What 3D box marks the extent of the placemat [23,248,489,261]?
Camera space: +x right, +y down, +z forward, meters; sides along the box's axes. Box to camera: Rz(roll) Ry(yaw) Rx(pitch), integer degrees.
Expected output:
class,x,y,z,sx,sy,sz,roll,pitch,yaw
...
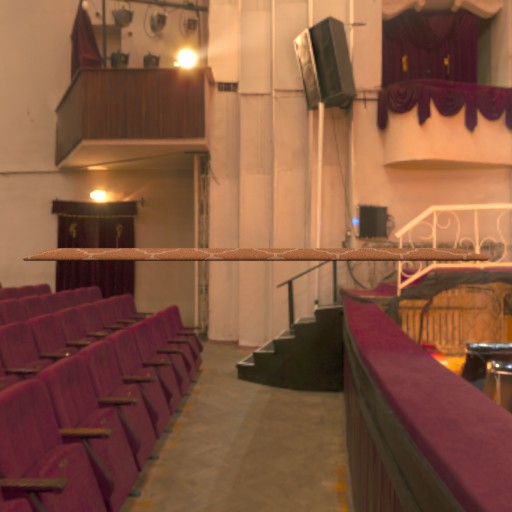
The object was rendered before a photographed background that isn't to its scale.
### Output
class,x,y,z,sx,sy,sz,roll,pitch,yaw
placemat,0.000,0.000,0.948,0.762,0.021,0.508,0,-1,0
